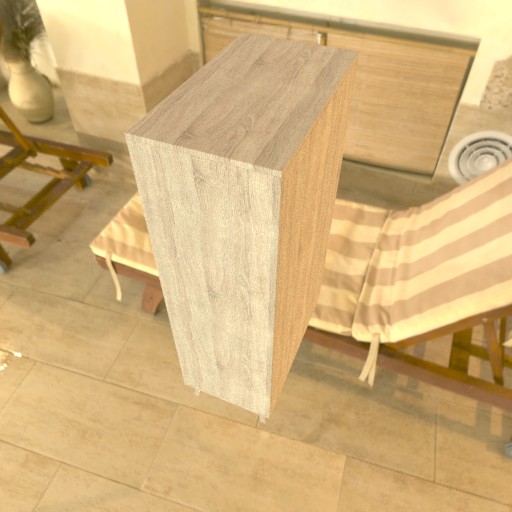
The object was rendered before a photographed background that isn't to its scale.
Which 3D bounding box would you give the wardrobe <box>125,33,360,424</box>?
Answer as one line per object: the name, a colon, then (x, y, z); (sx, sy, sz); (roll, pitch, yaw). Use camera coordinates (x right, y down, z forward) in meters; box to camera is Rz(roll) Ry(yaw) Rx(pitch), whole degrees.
wardrobe: (0.000, 0.000, 2.476); (0.600, 1.960, 1.000); (17, 49, 16)
